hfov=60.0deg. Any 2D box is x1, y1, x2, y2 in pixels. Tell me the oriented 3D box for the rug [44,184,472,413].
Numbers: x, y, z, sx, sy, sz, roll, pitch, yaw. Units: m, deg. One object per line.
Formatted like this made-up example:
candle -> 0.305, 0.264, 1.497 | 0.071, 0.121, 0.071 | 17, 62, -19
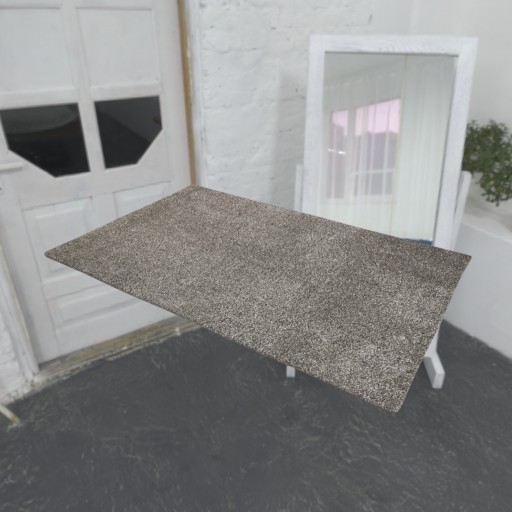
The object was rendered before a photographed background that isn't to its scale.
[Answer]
rug -> 0.000, 0.000, 2.881 | 2.352, 0.025, 1.501 | 18, 35, 28
